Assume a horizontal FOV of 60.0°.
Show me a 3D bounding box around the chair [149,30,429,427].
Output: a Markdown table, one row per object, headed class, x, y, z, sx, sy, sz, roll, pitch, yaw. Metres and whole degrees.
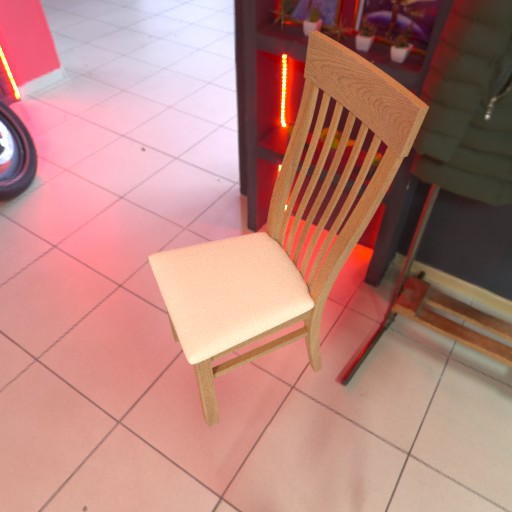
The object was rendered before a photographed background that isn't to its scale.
| class | x | y | z | sx | sy | sz | roll | pitch | yaw |
| --- | --- | --- | --- | --- | --- | --- | --- | --- | --- |
| chair | 0.000 | 0.000 | 1.322 | 0.580 | 1.050 | 0.450 | -18 | 49 | -16 |
